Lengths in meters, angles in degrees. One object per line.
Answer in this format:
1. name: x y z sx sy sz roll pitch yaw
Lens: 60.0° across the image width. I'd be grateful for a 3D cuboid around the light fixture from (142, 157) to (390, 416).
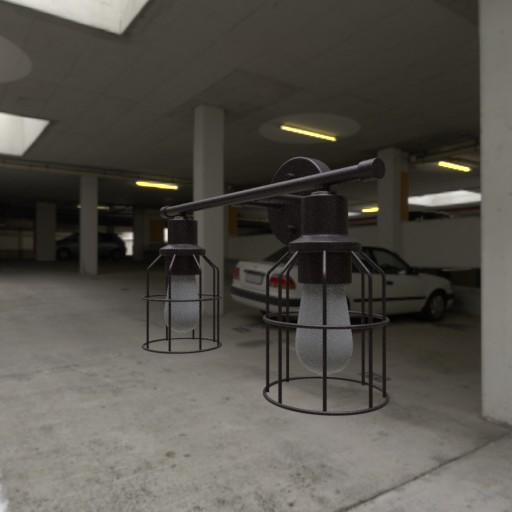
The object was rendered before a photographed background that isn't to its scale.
1. light fixture: 0.000 0.000 0.534 0.165 0.254 0.406 0 -1 -36
